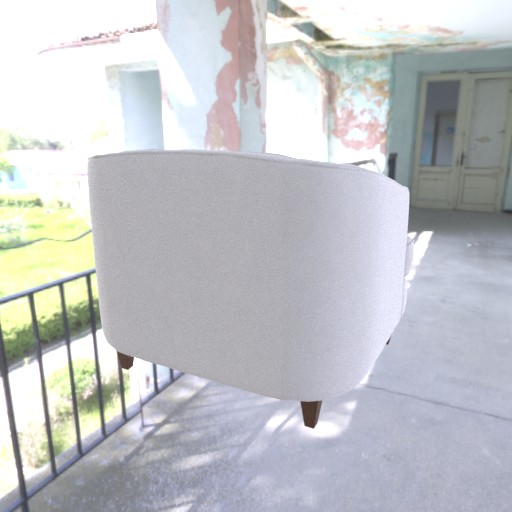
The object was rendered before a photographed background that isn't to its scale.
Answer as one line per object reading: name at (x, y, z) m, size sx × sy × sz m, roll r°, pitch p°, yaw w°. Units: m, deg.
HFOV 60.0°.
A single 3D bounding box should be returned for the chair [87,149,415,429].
chair at (0.000, 0.000, 1.782) m, size 1.104 × 0.852 × 0.941 m, roll 8°, pitch 17°, yaw 27°
